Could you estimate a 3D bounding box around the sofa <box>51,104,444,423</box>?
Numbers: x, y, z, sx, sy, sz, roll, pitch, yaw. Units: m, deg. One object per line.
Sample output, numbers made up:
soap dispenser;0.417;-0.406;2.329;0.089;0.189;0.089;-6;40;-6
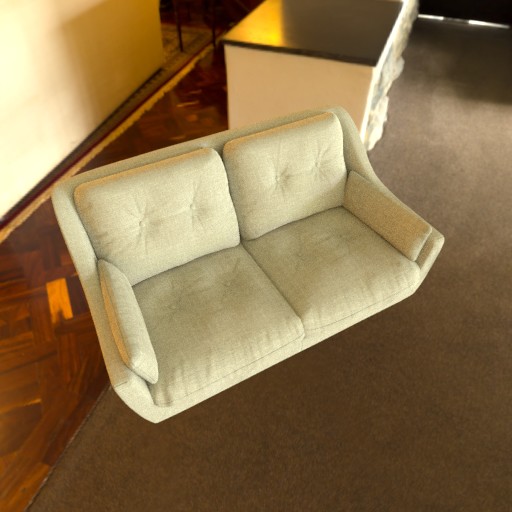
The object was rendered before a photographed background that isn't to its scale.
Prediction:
sofa;0.000;0.000;2.208;1.652;0.888;0.965;-22;49;-20
